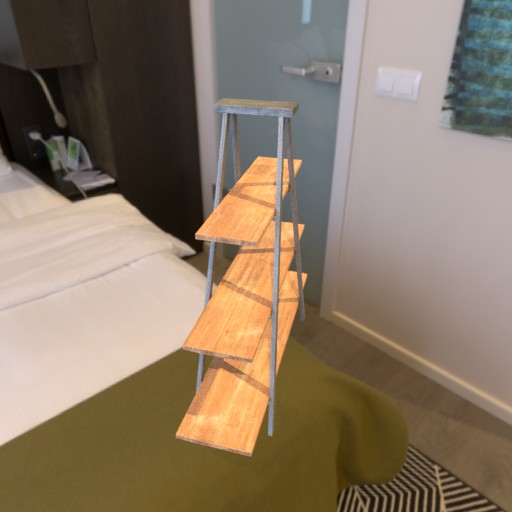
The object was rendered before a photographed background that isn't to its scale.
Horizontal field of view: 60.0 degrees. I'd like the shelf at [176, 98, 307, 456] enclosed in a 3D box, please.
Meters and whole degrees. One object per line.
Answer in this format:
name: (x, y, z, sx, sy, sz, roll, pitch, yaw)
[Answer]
shelf: (0.000, 0.000, 2.725, 0.508, 1.808, 1.746, 8, 32, 13)
